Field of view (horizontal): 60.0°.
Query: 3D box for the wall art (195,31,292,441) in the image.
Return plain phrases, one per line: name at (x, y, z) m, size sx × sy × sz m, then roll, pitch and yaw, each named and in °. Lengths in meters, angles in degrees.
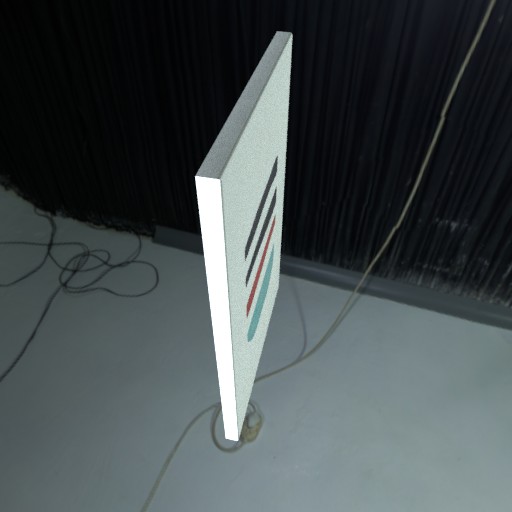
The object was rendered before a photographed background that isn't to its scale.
wall art at (0.000, 0.000, 1.166) m, size 0.038 × 0.912 × 0.607 m, roll 9°, pitch 46°, yaw 9°
